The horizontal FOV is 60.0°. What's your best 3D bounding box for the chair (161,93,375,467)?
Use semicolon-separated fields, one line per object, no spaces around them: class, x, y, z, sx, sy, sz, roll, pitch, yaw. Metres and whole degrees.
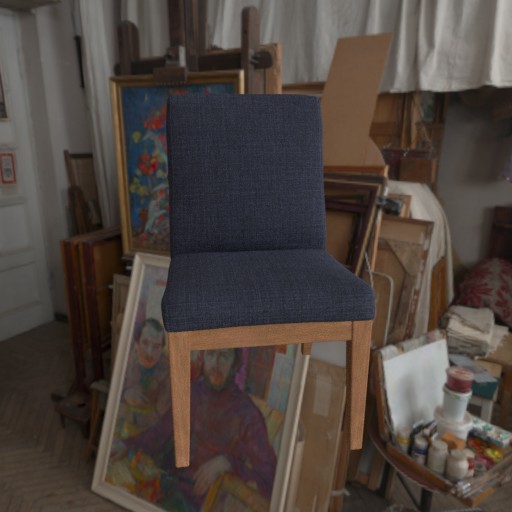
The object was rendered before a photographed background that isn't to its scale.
chair;0.000;0.000;1.262;0.507;0.911;0.586;-2;16;-8
